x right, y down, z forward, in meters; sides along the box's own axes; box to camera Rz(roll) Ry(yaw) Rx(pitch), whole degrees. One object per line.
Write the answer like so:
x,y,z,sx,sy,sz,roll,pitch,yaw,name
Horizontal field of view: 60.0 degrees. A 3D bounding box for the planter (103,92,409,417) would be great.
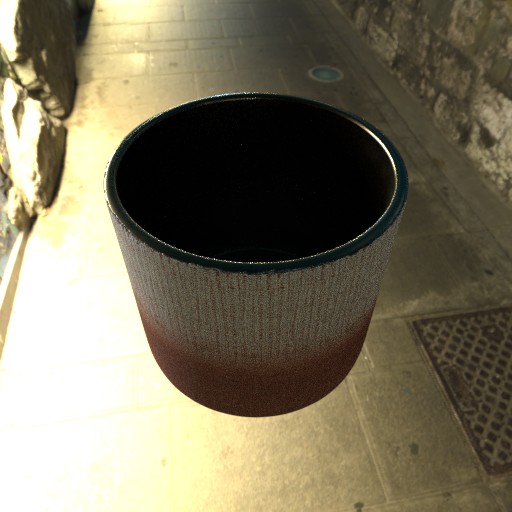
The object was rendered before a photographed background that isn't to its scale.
0.000,0.000,0.394,0.221,0.201,0.221,0,47,0,planter
